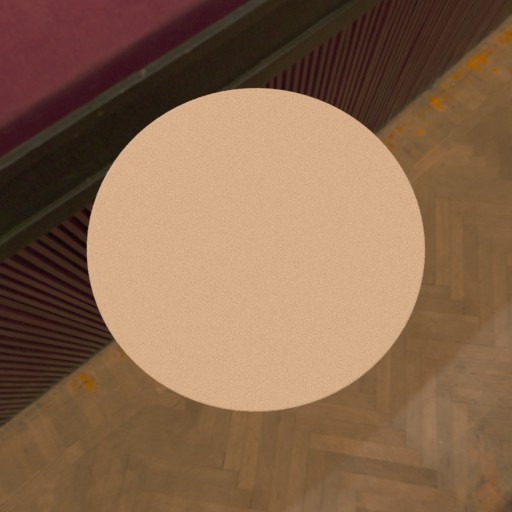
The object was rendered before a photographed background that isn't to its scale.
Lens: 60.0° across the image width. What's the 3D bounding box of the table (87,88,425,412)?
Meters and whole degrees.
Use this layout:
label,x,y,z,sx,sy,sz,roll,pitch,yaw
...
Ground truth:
label,x,y,z,sx,sy,sz,roll,pitch,yaw
table,0.000,0.000,1.417,0.910,0.457,0.910,0,75,0
